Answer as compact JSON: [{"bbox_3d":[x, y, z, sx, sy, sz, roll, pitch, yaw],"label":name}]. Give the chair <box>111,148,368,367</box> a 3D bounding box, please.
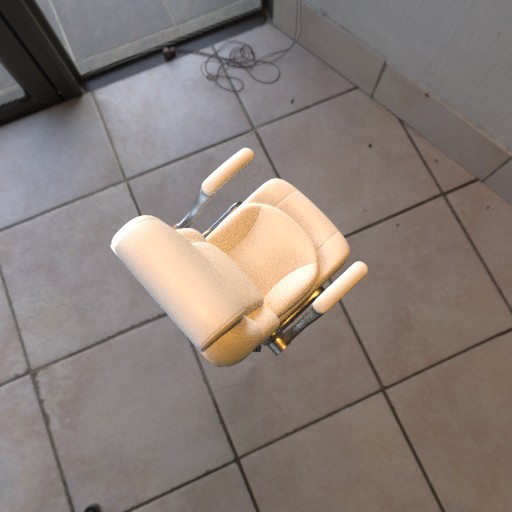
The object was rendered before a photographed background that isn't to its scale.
[{"bbox_3d":[0.000,0.000,1.927,0.806,1.330,0.755,-42,80,-9],"label":"chair"}]
